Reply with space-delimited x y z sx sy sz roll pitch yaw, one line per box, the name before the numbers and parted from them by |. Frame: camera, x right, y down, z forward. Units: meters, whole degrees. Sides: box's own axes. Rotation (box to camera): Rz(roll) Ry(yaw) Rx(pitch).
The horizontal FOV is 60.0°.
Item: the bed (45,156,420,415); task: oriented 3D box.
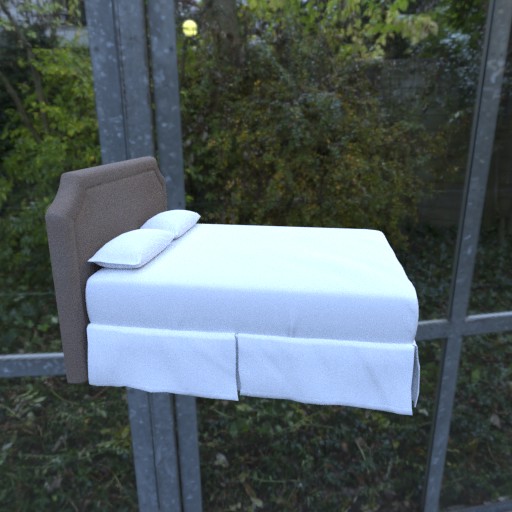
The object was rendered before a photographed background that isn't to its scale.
bed | 0.000 0.000 3.189 2.116 1.290 1.693 2 17 8
